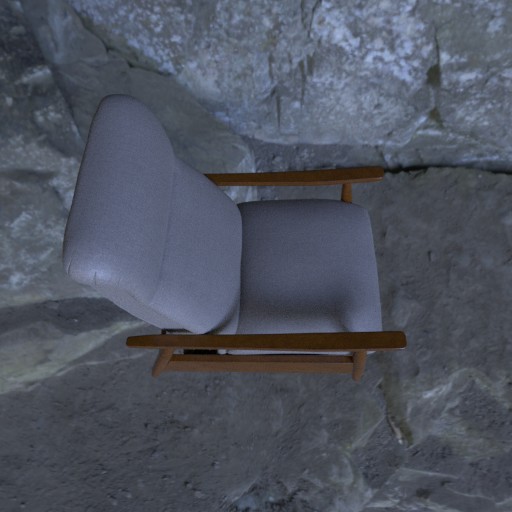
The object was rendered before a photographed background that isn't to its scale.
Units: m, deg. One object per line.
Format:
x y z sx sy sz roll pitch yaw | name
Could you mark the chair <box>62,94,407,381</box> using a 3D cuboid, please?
0.000 0.000 1.733 1.032 1.082 0.762 1 63 0 | chair
